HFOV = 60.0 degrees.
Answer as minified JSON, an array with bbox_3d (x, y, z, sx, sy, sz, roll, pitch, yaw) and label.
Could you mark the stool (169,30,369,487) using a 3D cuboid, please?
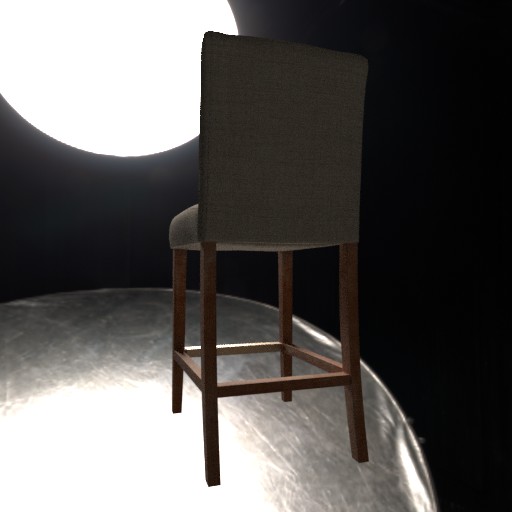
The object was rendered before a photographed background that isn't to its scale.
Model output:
[{"bbox_3d":[0.000,0.000,1.315,0.454,1.039,0.567,0,-1,-18],"label":"stool"}]
